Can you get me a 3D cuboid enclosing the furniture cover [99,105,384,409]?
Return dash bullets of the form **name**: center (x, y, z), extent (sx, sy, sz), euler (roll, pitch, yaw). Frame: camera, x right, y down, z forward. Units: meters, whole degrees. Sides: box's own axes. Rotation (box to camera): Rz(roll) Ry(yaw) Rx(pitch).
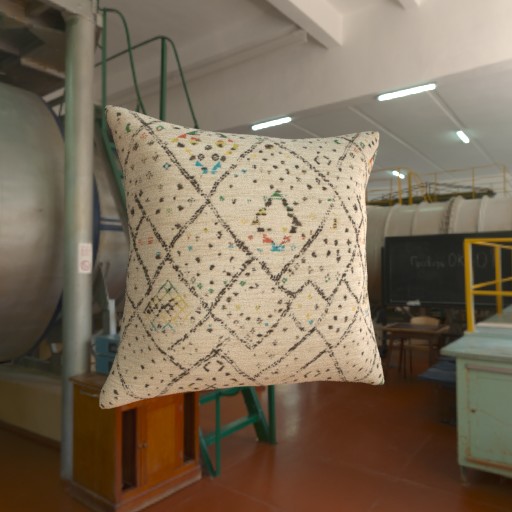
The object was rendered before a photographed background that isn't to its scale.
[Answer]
- **furniture cover**: center (0.000, 0.000, 0.793), extent (0.525, 0.498, 0.180), euler (0, -1, -19)
